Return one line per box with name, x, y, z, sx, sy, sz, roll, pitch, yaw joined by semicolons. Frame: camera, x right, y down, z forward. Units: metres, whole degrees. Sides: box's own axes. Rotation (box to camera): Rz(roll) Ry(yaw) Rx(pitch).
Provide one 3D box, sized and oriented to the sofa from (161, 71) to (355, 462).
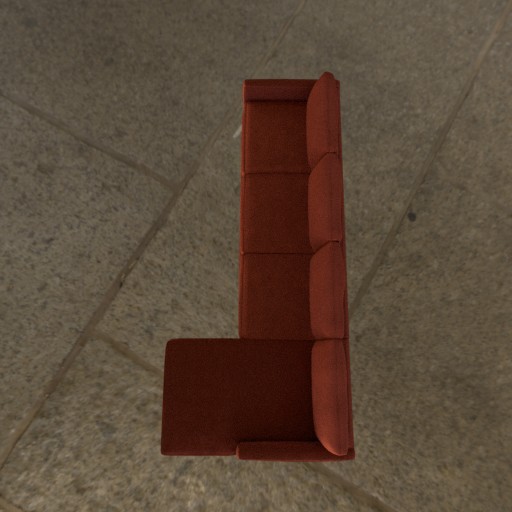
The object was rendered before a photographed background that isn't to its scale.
sofa;0.000;0.000;3.460;1.350;0.810;2.932;1;76;0
